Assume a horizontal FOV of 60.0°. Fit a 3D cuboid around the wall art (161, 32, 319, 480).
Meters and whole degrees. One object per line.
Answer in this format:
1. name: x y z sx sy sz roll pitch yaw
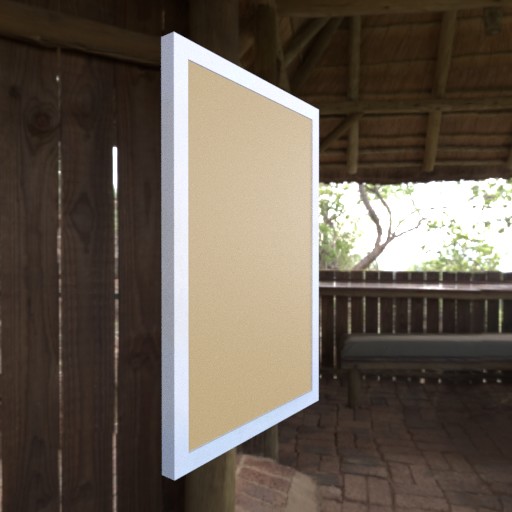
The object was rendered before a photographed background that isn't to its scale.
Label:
1. wall art: 0.000 0.000 1.160 0.039 0.915 0.612 0 1 37
